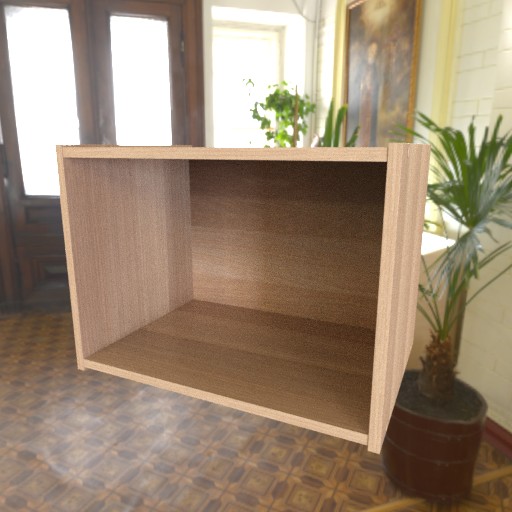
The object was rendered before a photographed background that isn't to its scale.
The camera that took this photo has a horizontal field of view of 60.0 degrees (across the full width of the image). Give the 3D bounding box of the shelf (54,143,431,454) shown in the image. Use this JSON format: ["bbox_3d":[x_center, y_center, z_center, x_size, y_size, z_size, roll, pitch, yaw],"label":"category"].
[{"bbox_3d":[0.000,0.000,0.625,0.415,0.305,0.290,6,15,25],"label":"shelf"}]
